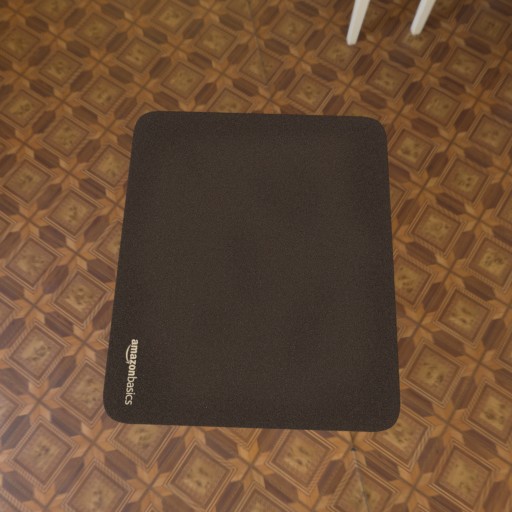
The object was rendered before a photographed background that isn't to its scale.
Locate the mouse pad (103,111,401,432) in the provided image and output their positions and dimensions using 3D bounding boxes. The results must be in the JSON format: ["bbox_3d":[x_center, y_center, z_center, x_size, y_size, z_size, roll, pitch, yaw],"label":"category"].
[{"bbox_3d":[0.000,0.000,0.342,0.211,0.002,0.249,2,75,0],"label":"mouse pad"}]
